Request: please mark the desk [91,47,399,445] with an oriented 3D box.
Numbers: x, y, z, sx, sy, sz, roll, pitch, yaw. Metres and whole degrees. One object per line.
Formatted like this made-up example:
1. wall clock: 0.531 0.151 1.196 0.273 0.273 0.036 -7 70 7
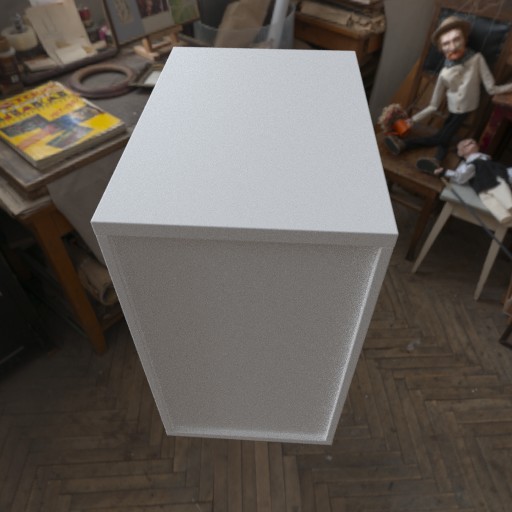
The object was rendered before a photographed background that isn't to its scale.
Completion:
1. desk: 0.000 0.000 1.049 0.404 0.730 0.600 2 46 2
